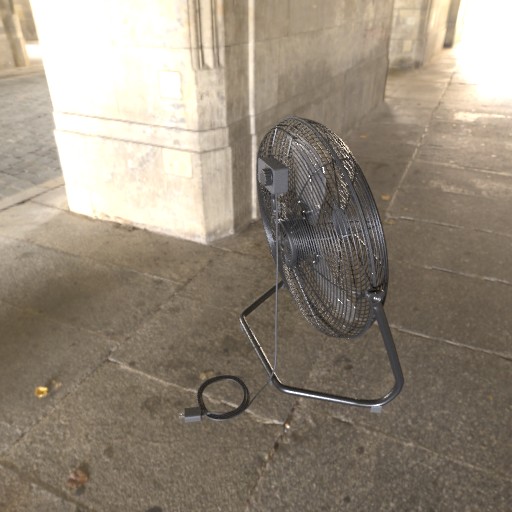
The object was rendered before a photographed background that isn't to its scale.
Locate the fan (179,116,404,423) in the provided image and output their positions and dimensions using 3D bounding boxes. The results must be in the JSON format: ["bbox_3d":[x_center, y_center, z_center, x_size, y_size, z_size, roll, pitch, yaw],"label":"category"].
[{"bbox_3d":[0.000,0.000,1.026,0.470,0.605,0.595,-11,32,-17],"label":"fan"}]
